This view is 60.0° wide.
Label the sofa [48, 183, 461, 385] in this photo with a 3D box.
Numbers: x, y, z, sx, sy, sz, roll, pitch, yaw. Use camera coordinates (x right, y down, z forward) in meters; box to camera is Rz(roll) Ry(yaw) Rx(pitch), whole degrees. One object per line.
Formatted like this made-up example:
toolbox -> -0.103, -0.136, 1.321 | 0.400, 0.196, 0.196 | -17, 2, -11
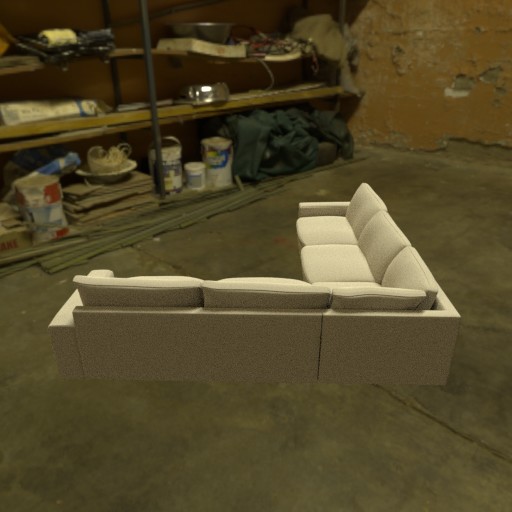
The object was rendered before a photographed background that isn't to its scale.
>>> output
sofa -> 0.000, 0.000, 4.862 | 3.206, 0.918, 3.066 | 1, 26, 1
